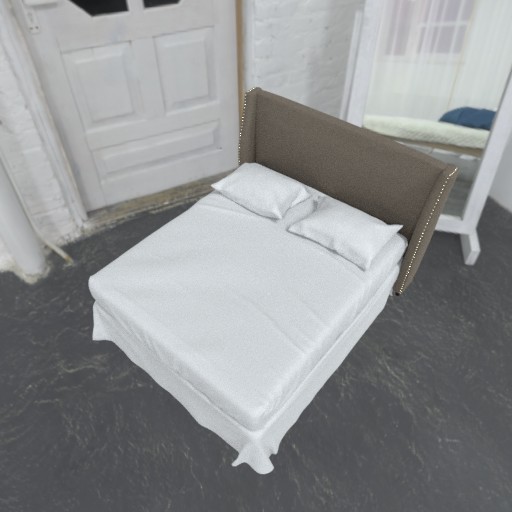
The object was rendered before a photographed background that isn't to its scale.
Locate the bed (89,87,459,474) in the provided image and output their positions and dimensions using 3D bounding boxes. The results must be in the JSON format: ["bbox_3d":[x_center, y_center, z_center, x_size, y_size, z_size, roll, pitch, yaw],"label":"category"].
[{"bbox_3d":[0.000,0.000,3.440,1.925,1.332,2.276,31,55,26],"label":"bed"}]
